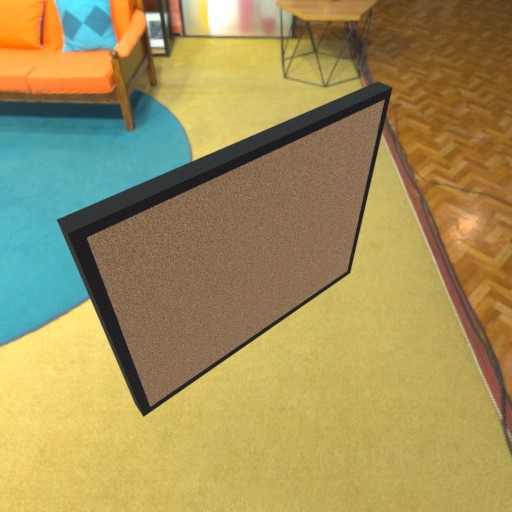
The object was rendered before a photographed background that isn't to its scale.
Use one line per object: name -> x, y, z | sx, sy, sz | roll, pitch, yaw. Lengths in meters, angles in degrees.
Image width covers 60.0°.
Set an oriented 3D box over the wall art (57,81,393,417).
wall art -> 0.000, 0.000, 0.774 | 0.554, 0.454, 0.030 | -30, 53, -26
